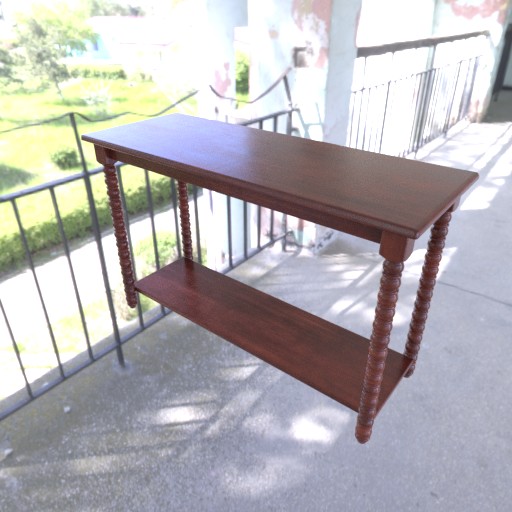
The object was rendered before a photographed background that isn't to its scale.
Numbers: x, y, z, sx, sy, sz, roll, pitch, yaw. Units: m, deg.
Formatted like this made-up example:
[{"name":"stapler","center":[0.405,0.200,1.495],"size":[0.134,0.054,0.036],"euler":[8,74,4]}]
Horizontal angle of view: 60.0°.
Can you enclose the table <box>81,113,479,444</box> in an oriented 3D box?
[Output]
[{"name":"table","center":[0.000,0.000,1.538],"size":[1.184,0.740,0.459],"euler":[22,36,32]}]
